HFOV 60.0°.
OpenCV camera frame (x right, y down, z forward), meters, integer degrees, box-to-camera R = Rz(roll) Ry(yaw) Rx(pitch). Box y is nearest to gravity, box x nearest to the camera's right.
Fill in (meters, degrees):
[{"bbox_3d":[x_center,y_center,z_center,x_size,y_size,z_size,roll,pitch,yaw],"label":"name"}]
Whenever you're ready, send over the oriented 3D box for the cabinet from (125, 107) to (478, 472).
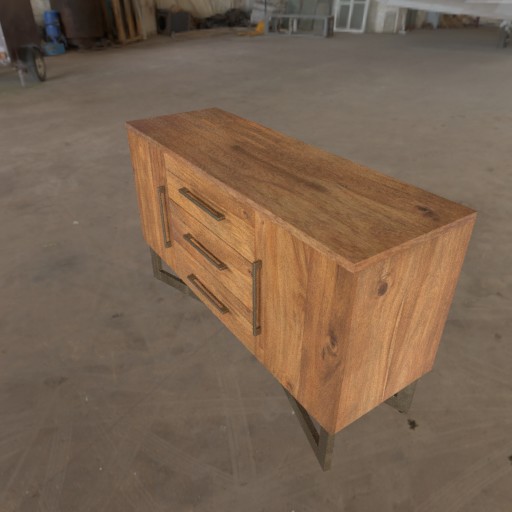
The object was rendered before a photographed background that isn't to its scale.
[{"bbox_3d":[0.000,0.000,1.750,0.480,0.812,1.373,-20,37,-29],"label":"cabinet"}]
